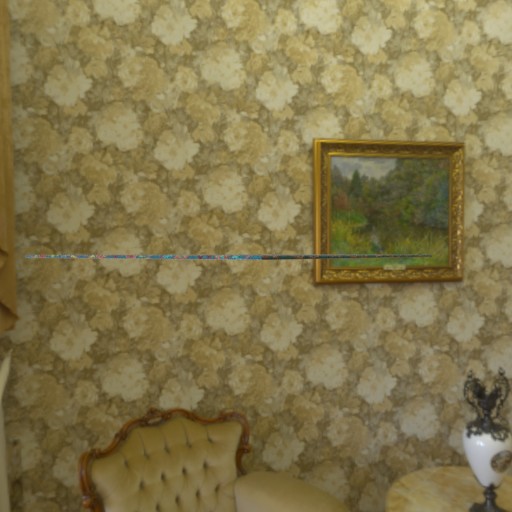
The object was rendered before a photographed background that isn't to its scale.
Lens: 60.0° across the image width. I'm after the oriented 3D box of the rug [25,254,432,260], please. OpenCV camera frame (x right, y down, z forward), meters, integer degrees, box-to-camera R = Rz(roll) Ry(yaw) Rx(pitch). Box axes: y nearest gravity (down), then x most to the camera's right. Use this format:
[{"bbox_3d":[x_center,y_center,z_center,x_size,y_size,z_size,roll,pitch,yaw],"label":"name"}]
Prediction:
[{"bbox_3d":[0.000,0.000,4.265,2.434,0.025,3.204,0,0,36],"label":"rug"}]
